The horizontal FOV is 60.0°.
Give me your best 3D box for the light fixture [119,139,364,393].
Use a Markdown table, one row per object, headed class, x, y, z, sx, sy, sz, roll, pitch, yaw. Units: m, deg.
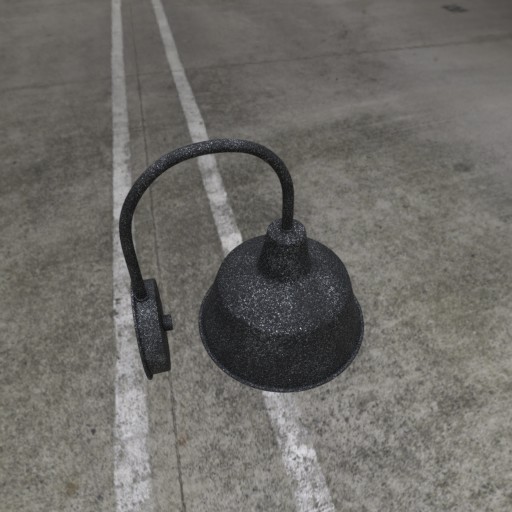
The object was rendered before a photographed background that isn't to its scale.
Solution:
| class | x | y | z | sx | sy | sz | roll | pitch | yaw |
| --- | --- | --- | --- | --- | --- | --- | --- | --- | --- |
| light fixture | 0.000 | 0.000 | 0.489 | 0.283 | 0.300 | 0.216 | -10 | 47 | -10 |
